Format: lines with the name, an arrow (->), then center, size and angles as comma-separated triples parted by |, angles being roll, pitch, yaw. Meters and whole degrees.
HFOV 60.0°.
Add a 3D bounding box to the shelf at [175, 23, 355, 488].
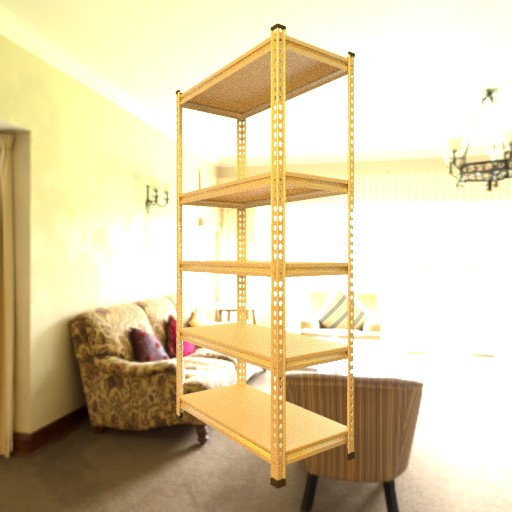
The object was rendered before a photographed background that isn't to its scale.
shelf -> 0.000, 0.000, 2.241 | 0.457, 1.829, 0.914 | 0, 0, -36
